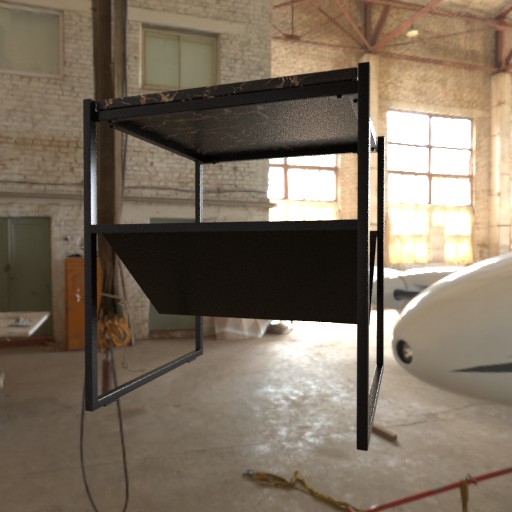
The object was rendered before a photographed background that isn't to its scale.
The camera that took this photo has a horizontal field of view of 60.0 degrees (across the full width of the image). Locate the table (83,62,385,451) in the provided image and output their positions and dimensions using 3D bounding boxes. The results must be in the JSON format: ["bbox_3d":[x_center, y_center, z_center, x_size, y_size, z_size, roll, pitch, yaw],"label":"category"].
[{"bbox_3d":[0.000,0.000,0.879,0.469,0.534,0.432,0,1,19],"label":"table"}]
